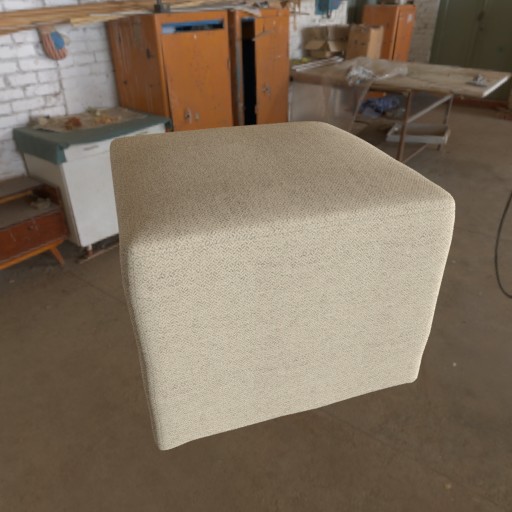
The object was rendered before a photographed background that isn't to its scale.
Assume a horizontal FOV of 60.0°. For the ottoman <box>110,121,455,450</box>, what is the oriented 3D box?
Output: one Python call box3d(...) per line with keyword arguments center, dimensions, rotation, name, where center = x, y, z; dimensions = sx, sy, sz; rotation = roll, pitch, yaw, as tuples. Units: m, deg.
box3d(center=(0.000, 0.000, 0.914), dimensions=(0.521, 0.453, 0.512), rotation=(-9, 32, -15), name="ottoman")
